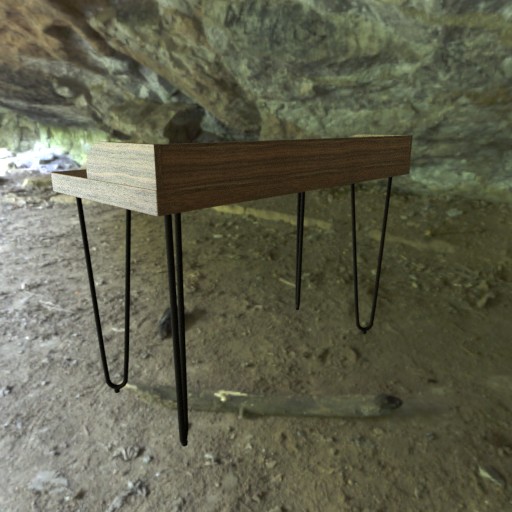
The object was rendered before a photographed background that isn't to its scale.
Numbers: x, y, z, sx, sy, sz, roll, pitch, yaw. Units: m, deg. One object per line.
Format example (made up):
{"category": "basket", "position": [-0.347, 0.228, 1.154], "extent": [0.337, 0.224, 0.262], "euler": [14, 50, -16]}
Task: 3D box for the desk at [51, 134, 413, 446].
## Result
{"category": "desk", "position": [0.000, 0.000, 1.641], "extent": [0.565, 0.854, 1.200], "euler": [15, 22, 42]}
